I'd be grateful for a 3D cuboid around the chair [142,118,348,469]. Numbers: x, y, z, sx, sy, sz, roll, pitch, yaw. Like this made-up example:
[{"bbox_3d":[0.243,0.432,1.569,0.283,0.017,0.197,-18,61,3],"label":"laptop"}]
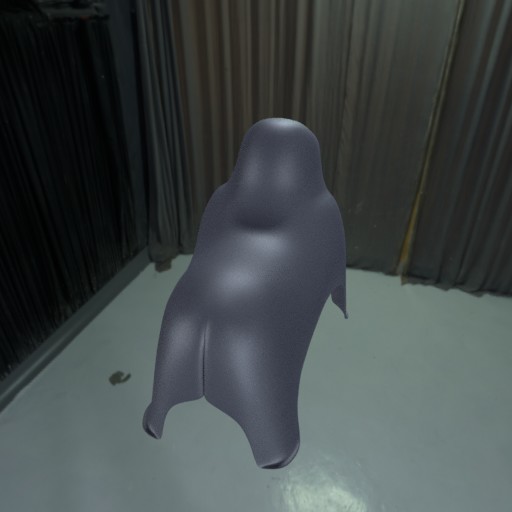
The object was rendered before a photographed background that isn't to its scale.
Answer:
[{"bbox_3d":[0.000,0.000,1.143,0.490,0.600,0.758,9,32,14],"label":"chair"}]
